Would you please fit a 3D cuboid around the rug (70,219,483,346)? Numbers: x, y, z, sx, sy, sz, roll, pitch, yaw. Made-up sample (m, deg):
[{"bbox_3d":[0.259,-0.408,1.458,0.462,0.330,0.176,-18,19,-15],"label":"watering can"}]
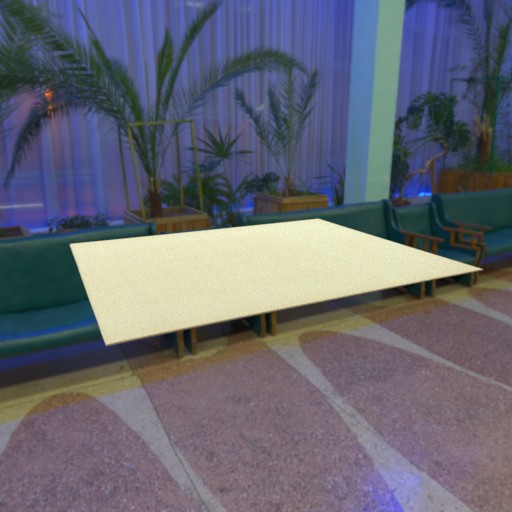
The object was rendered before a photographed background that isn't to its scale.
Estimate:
[{"bbox_3d":[0.000,0.000,4.113,3.039,0.018,2.462,-8,18,-25],"label":"rug"}]
